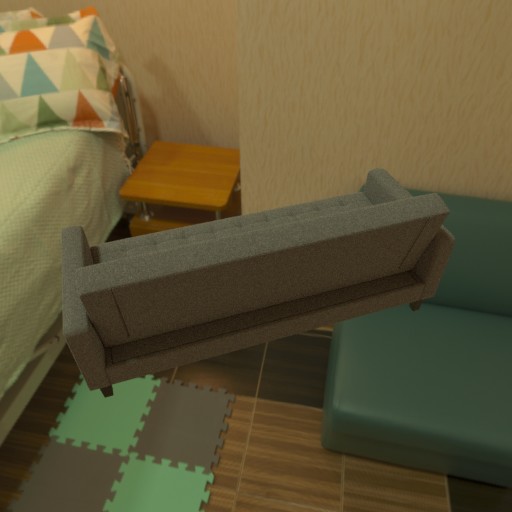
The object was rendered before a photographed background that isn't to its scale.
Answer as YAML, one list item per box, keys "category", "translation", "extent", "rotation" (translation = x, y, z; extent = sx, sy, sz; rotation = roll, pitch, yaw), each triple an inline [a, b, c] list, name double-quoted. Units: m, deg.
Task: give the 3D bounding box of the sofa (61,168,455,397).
- category: "sofa"
  translation: [0.000, 0.000, 2.533]
  extent: [2.040, 0.850, 0.810]
  rotation: [-13, 44, -14]
